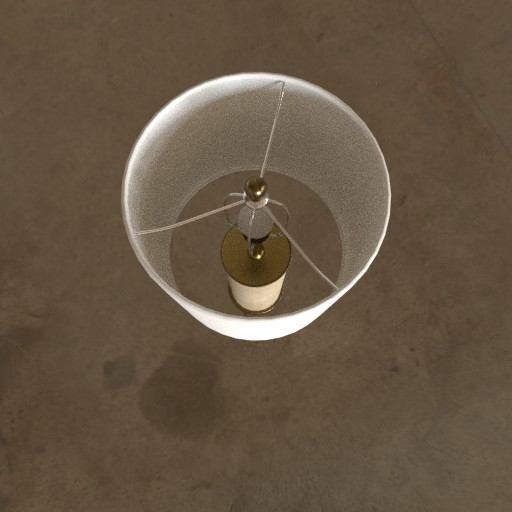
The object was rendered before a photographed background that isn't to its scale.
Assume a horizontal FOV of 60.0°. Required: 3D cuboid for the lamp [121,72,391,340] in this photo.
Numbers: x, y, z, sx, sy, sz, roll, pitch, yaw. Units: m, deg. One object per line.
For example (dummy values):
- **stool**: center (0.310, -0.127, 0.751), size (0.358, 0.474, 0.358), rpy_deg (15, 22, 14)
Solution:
- **lamp**: center (0.000, 0.000, 0.796), size (0.305, 0.634, 0.305), rpy_deg (12, 76, 3)
